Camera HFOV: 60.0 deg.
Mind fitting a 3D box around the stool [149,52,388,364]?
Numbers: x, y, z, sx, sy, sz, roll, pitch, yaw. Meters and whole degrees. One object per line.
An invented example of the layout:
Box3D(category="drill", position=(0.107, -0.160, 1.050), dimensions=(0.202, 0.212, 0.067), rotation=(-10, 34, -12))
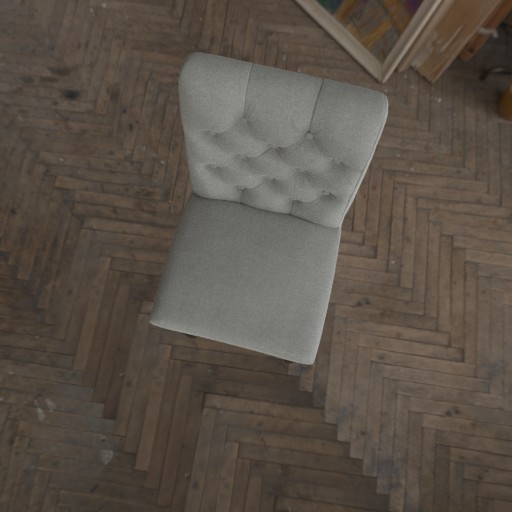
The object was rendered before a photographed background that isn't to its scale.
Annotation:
Box3D(category="stool", position=(0.000, 0.000, 1.442), dimensions=(0.493, 1.140, 0.601), rotation=(14, 76, 3))
